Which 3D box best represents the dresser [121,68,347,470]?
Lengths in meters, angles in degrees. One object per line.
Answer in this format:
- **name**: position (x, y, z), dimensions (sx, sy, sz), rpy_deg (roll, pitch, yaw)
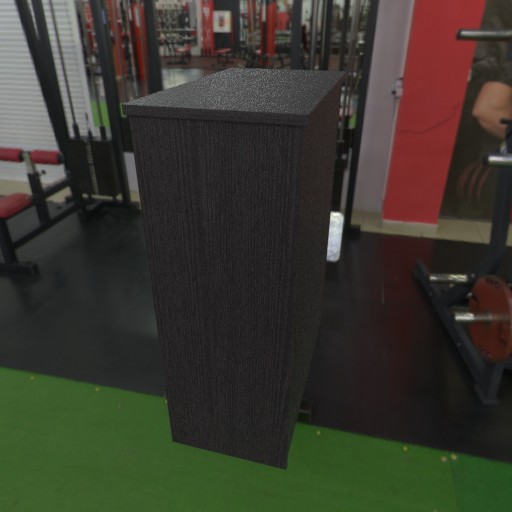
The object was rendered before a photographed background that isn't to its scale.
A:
- **dresser**: position (0.000, 0.000, 1.398), dimensions (0.399, 1.020, 0.704), rpy_deg (8, 30, 14)
